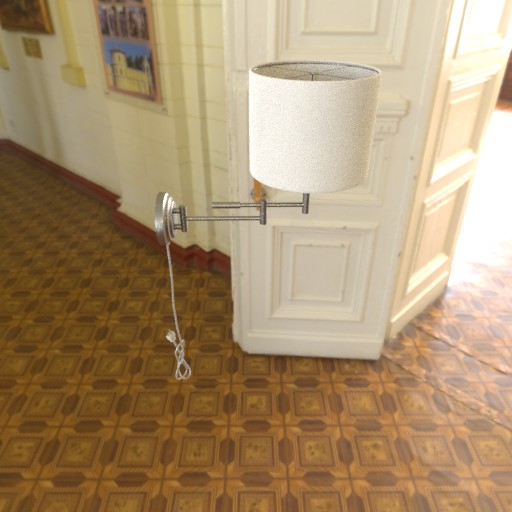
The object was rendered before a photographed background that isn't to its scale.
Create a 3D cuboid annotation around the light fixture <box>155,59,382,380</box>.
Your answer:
[{"bbox_3d":[0.000,0.000,1.071,0.479,0.842,0.253,0,32,-1],"label":"light fixture"}]
